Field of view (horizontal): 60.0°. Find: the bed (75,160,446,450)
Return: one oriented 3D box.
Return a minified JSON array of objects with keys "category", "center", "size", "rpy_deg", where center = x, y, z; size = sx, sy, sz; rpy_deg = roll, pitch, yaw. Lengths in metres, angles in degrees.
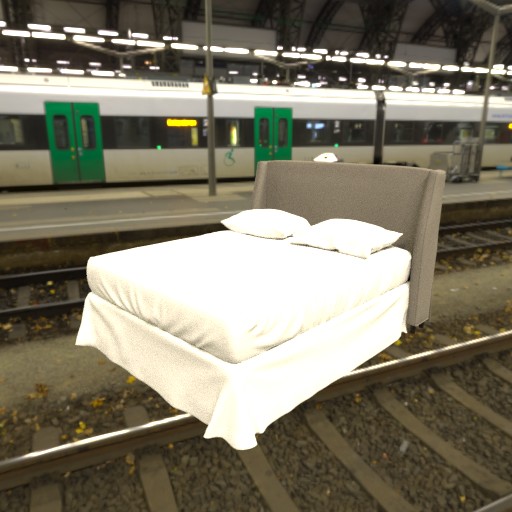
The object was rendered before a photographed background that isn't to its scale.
[{"category":"bed","center":[0.000,0.000,3.444],"size":[1.925,1.332,2.276],"rpy_deg":[14,21,43]}]
